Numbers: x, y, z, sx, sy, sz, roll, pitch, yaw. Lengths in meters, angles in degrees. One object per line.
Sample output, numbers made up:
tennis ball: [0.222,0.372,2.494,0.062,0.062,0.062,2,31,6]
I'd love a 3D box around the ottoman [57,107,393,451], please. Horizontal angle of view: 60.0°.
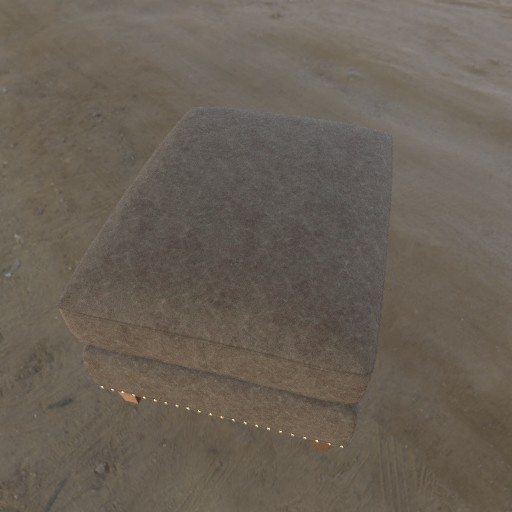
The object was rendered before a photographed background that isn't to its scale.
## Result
ottoman: [0.000,0.000,1.113,0.584,0.513,0.741,10,48,10]
